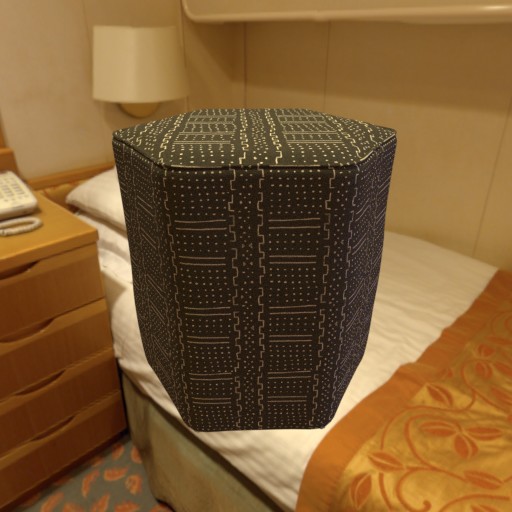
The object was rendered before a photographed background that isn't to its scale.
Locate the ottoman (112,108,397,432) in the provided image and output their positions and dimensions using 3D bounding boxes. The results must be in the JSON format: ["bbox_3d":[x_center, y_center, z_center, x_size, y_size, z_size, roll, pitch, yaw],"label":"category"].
[{"bbox_3d":[0.000,0.000,0.869,0.494,0.502,0.443,-1,27,-2],"label":"ottoman"}]
